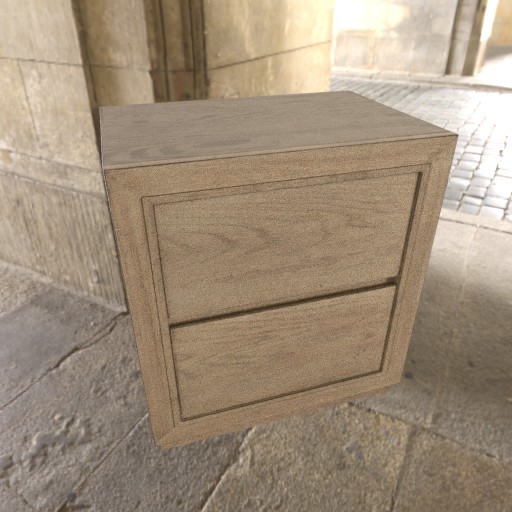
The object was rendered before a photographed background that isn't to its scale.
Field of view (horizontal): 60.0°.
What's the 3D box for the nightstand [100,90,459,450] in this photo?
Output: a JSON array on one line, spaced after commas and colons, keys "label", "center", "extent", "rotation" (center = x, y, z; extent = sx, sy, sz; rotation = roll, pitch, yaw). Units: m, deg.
[{"label": "nightstand", "center": [0.000, 0.000, 1.083], "extent": [0.612, 0.673, 0.483], "rotation": [-9, 32, -15]}]
